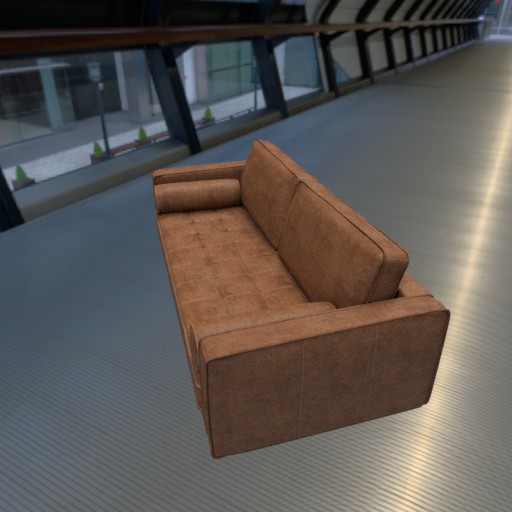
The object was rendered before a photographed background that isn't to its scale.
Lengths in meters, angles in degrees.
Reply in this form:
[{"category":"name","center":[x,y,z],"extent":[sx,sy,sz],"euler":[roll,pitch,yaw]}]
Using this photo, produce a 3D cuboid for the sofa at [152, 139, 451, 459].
[{"category":"sofa","center":[0.000,0.000,2.351],"extent":[0.924,0.825,1.920],"euler":[-8,30,-14]}]
